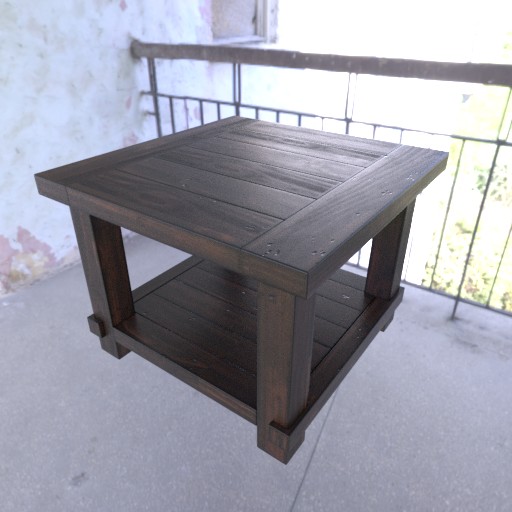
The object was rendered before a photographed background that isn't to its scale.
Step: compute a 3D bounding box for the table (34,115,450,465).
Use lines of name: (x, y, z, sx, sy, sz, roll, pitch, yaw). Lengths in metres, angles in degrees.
table: (0.000, 0.000, 1.001, 0.593, 0.437, 0.606, 20, 35, 31)
